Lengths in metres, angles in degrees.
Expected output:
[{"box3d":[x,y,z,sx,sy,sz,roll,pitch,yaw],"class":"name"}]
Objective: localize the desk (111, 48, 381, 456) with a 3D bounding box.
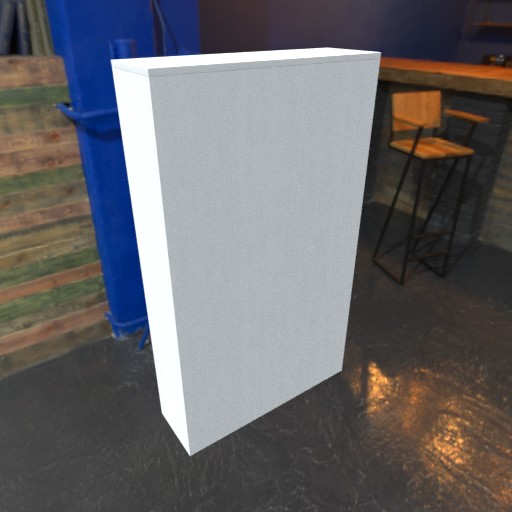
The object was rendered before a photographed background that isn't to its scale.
[{"box3d":[0.000,0.000,1.549,0.750,1.280,0.250,-19,34,-30],"class":"desk"}]
